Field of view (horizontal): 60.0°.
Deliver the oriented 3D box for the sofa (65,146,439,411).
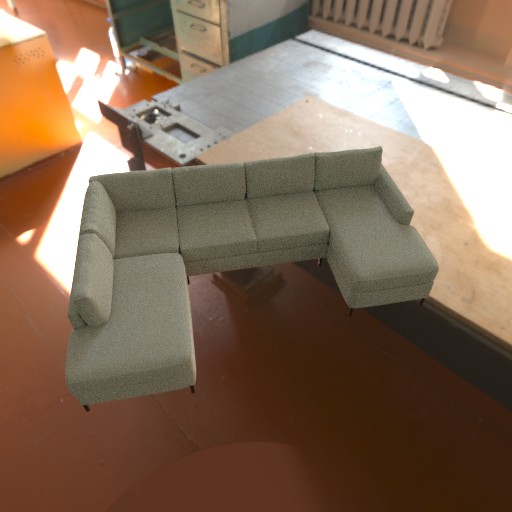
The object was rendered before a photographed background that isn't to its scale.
[{"bbox_3d":[0.000,0.000,3.830,2.984,0.862,1.989,-8,46,-7],"label":"sofa"}]
